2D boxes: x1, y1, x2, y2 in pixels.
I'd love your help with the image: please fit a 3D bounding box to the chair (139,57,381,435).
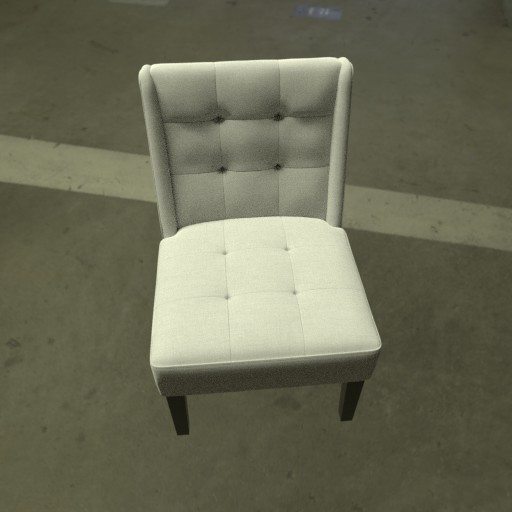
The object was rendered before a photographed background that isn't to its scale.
[{"bbox_3d":[0.000,0.000,1.263,0.569,0.853,0.676,-4,47,-3],"label":"chair"}]
